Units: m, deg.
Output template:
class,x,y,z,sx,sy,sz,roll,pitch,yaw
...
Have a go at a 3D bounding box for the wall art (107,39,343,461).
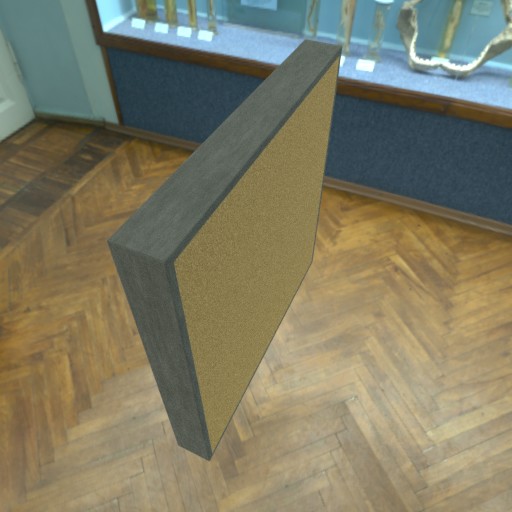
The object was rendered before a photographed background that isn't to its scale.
class,x,y,z,sx,sy,sz,roll,pitch,yaw
wall art,0.000,0.000,0.439,0.038,0.302,0.303,19,50,17
